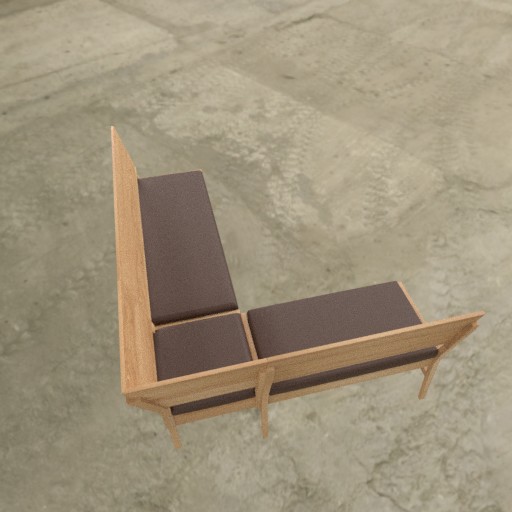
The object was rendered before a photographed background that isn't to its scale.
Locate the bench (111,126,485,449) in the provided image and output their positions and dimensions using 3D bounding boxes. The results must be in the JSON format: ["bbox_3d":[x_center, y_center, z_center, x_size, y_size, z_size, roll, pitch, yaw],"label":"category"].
[{"bbox_3d":[0.000,0.000,2.754,1.549,0.890,1.975,-11,48,-10],"label":"bench"}]
